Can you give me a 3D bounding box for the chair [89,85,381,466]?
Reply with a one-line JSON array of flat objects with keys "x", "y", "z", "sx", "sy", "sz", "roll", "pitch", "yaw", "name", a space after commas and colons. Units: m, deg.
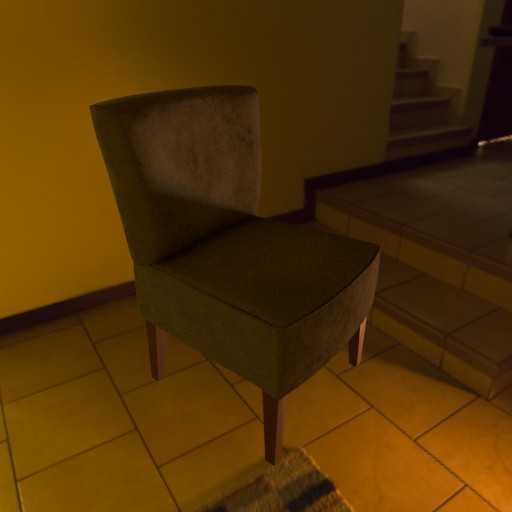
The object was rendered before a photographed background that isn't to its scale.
[{"x": 0.000, "y": 0.000, "z": 1.174, "sx": 0.554, "sy": 0.806, "sz": 0.521, "roll": 18, "pitch": 31, "yaw": 33, "name": "chair"}]
